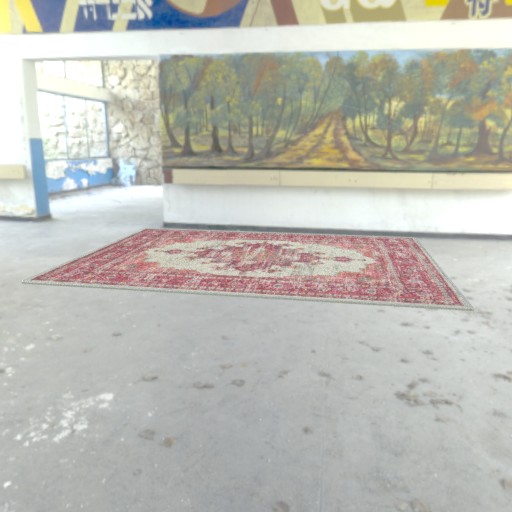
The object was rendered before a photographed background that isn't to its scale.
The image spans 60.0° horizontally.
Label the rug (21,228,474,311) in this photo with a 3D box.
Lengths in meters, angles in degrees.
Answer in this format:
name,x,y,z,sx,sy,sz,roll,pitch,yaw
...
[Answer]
name,x,y,z,sx,sy,sz,roll,pitch,yaw
rug,0.000,0.000,2.249,1.747,0.011,1.217,3,14,10
